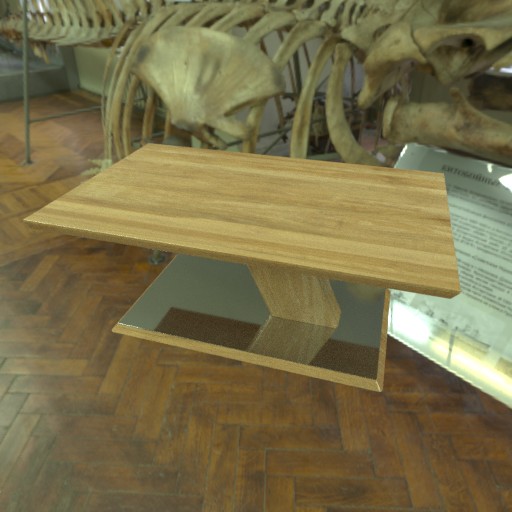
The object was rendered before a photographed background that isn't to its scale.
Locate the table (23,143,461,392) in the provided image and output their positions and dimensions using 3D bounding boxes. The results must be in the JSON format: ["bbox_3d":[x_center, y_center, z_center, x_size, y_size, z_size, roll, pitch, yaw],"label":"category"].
[{"bbox_3d":[0.000,0.000,1.452,1.100,0.441,0.692,9,33,14],"label":"table"}]
